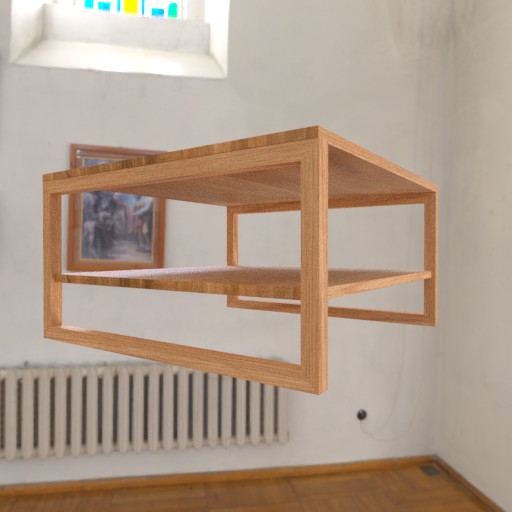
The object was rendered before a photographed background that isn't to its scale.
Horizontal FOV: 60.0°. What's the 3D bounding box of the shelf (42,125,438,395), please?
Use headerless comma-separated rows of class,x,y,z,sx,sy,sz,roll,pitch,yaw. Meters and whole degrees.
shelf,0.000,0.000,1.412,0.899,0.480,0.899,1,1,35
